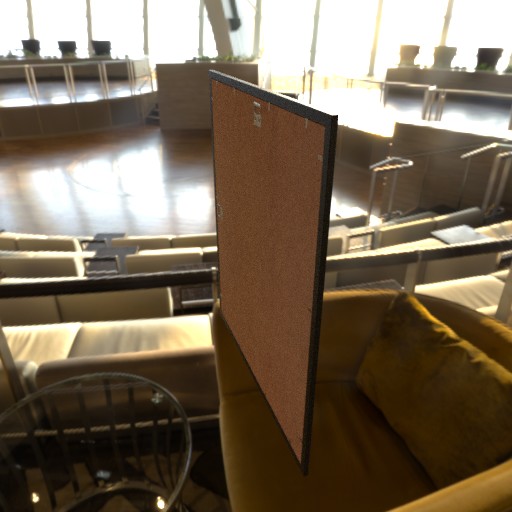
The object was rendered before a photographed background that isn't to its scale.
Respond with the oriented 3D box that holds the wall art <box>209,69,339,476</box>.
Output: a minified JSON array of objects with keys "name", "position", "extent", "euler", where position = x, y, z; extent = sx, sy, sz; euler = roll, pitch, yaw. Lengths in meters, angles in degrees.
[{"name":"wall art","position":[0.000,0.000,0.912],"extent":[0.018,0.660,0.559],"euler":[-10,30,-18]}]
